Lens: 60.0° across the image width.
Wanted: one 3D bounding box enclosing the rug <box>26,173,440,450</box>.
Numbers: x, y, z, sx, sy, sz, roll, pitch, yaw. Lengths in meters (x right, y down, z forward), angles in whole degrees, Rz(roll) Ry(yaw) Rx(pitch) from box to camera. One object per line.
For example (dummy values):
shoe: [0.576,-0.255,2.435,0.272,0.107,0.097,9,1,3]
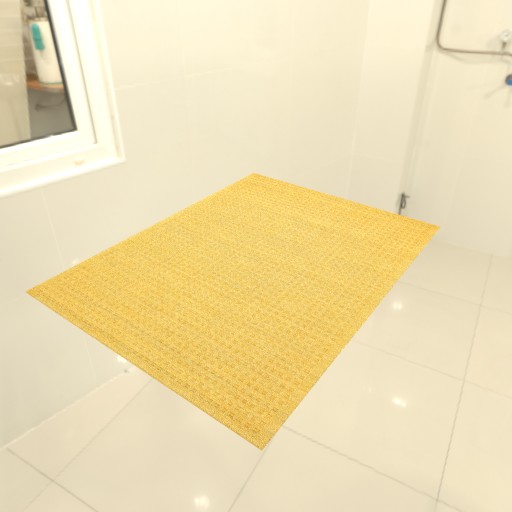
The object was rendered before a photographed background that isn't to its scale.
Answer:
rug: [0.000,0.000,4.252,2.486,0.015,3.242,22,39,30]
